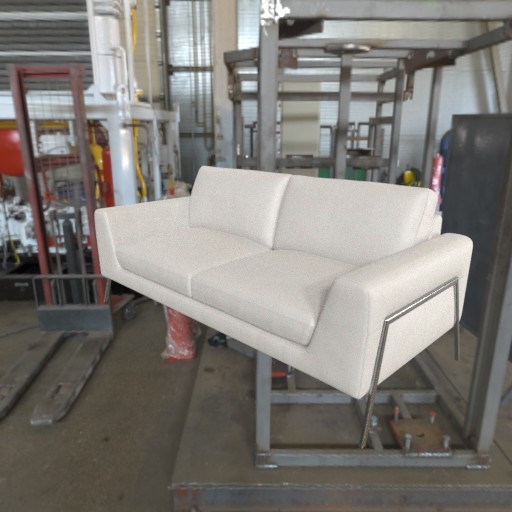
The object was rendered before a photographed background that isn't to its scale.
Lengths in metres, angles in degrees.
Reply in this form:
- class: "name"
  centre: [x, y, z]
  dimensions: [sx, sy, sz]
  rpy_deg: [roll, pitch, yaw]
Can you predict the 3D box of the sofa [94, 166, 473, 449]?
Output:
- class: "sofa"
  centre: [0.000, 0.000, 2.507]
  dimensions: [2.017, 0.875, 0.953]
  rpy_deg: [16, 23, 42]
